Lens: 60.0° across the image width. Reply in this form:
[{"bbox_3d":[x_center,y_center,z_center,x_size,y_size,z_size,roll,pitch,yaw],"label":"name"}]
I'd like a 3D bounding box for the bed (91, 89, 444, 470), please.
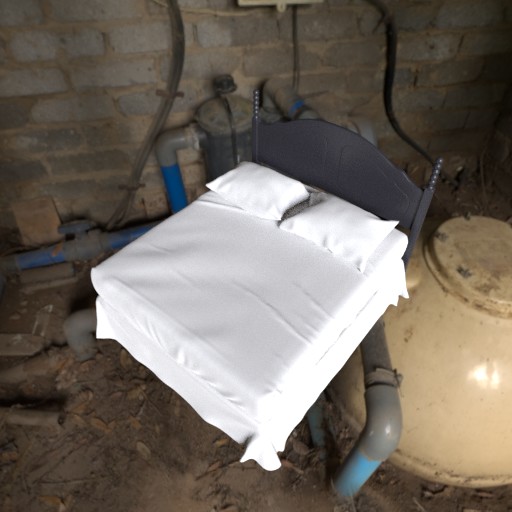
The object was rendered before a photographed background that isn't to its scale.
[{"bbox_3d":[0.000,0.000,3.267,1.873,1.356,2.040,30,53,26],"label":"bed"}]
